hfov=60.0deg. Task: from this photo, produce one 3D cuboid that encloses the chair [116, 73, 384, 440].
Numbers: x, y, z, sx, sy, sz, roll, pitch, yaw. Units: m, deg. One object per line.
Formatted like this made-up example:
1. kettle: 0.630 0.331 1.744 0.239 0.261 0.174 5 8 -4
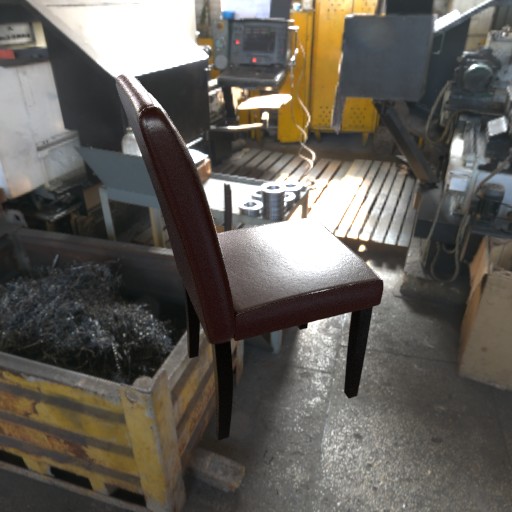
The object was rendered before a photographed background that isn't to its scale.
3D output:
1. chair: 0.000 0.000 1.178 0.556 0.897 0.399 -11 33 -18
